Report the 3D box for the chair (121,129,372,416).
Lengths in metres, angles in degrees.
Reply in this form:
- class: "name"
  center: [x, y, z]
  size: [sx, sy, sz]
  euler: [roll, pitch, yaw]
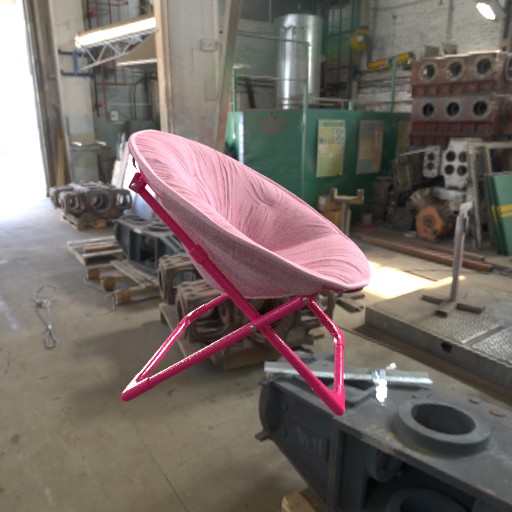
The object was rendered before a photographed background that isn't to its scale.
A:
- class: "chair"
  center: [0.000, 0.000, 0.904]
  size: [0.459, 0.494, 0.522]
  euler: [3, 17, 10]
